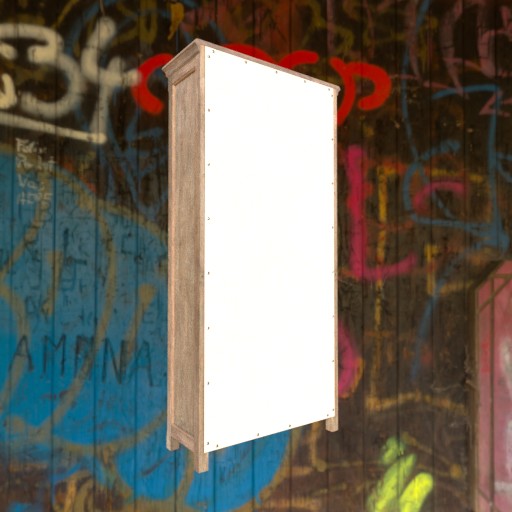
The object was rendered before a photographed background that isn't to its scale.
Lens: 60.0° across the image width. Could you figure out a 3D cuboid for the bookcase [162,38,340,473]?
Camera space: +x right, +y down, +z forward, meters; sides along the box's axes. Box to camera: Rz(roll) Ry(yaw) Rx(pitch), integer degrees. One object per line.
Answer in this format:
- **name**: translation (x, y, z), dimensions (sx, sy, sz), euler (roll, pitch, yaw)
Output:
- **bookcase**: translation (0.000, 0.000, 2.307), dimensions (0.906, 1.880, 0.348), euler (1, -2, -36)
